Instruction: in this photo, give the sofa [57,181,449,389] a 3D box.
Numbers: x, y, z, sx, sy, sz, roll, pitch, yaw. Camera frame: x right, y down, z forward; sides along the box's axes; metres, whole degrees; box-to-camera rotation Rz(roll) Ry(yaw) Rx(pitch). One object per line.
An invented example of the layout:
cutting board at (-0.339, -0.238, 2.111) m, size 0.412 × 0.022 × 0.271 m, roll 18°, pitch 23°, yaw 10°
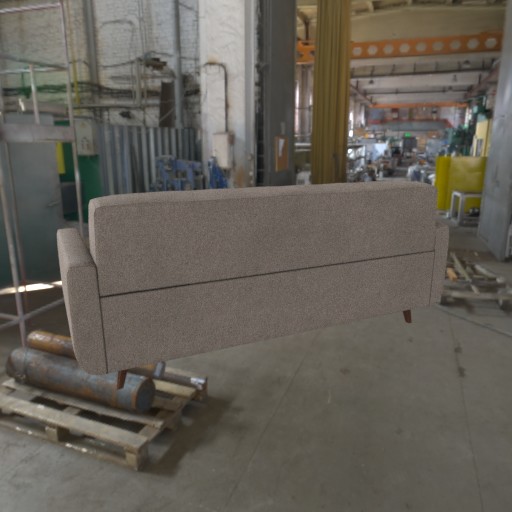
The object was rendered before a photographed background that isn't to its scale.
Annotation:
sofa at (0.000, 0.000, 2.523) m, size 2.029 × 0.841 × 0.909 m, roll -7°, pitch 16°, yaw -25°
